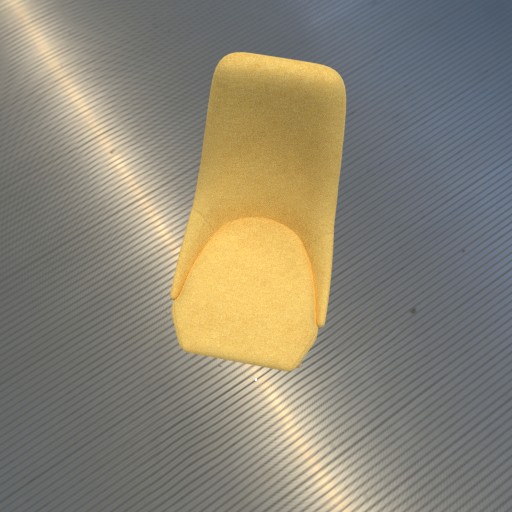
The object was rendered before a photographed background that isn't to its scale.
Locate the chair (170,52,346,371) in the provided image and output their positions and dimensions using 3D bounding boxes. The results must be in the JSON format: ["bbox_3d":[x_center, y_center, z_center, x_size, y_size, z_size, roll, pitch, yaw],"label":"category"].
[{"bbox_3d":[0.000,0.000,1.409,0.510,1.040,0.660,10,75,3],"label":"chair"}]
